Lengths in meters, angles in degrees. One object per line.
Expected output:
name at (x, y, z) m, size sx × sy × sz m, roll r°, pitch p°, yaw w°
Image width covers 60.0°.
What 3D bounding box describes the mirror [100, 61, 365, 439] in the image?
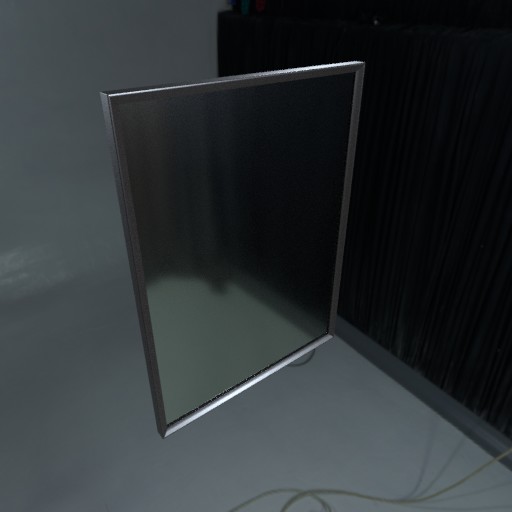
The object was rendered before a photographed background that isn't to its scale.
mirror at (0.000, 0.000, 1.326) m, size 0.762 × 1.016 × 0.041 m, roll -22°, pitch 37°, yaw -32°
